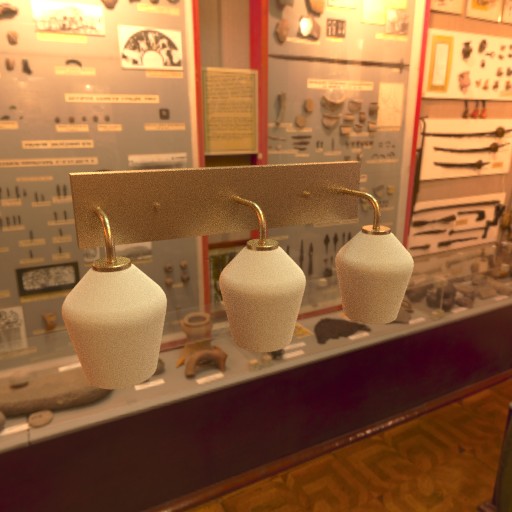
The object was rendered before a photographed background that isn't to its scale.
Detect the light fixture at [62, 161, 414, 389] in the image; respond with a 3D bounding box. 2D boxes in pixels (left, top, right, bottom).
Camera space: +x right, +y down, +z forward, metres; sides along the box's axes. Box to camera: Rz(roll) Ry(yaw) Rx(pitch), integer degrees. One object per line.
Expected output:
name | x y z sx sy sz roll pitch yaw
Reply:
light fixture | 0.000 0.000 0.739 0.609 0.280 0.190 -8 18 -25
